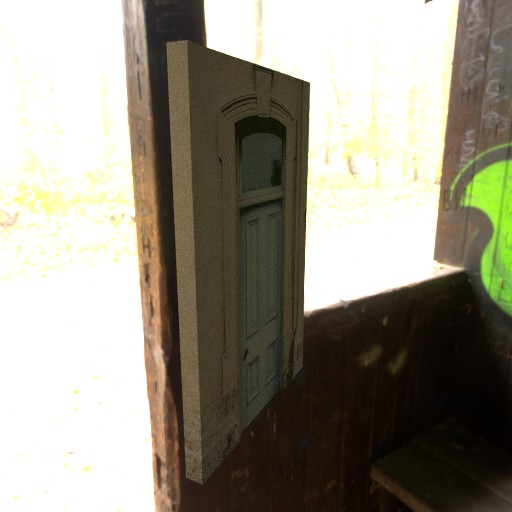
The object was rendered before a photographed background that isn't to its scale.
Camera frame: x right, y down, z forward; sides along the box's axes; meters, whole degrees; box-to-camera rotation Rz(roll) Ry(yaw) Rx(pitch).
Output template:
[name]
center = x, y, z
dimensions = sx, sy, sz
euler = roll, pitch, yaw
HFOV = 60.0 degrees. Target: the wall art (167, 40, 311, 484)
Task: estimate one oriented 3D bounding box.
[wall art]
center = 0.000, 0.000, 0.964
dimensions = 0.038, 0.764, 0.508
euler = 7, 16, 26
